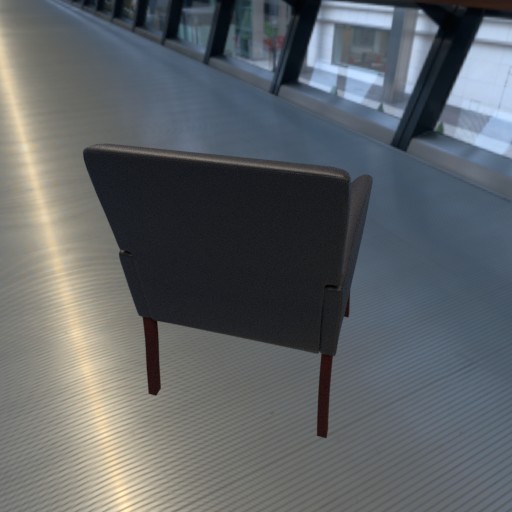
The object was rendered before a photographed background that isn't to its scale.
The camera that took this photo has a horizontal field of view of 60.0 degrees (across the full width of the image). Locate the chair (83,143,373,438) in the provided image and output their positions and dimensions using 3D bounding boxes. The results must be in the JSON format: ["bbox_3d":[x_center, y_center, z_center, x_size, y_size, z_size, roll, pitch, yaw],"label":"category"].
[{"bbox_3d":[0.000,0.000,1.509,0.683,0.951,0.772,9,33,14],"label":"chair"}]
